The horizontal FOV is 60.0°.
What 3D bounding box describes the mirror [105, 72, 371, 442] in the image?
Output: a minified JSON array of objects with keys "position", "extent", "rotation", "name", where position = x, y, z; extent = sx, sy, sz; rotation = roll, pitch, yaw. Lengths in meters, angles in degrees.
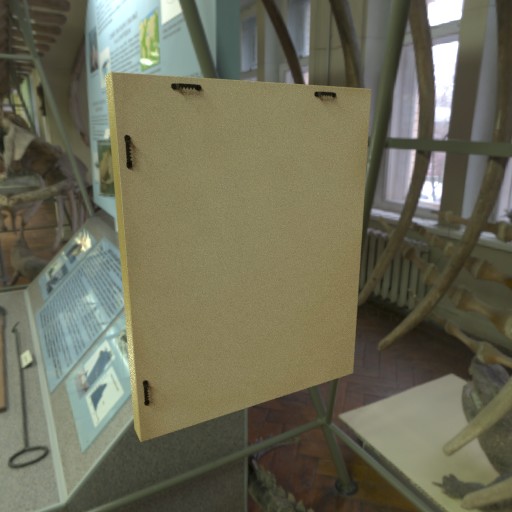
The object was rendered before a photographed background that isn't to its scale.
[{"position":[0.000,0.000,0.693],"extent":[0.405,0.508,0.041],"rotation":[-8,17,-28],"name":"mirror"}]
